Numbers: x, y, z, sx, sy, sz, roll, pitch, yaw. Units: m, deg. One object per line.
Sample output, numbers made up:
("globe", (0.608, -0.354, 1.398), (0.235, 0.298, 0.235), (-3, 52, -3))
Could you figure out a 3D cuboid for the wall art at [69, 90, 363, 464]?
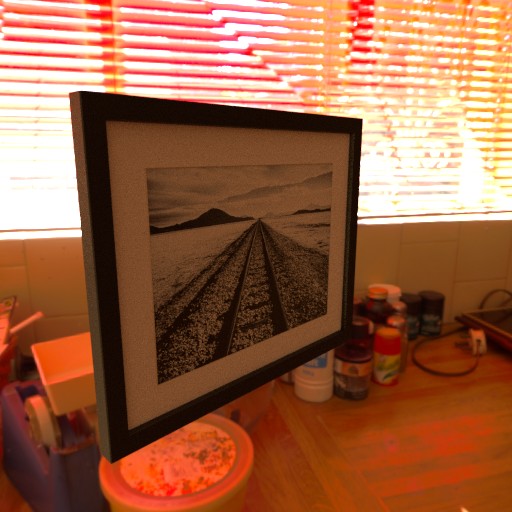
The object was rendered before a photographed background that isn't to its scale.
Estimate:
("wall art", (0.000, 0.000, 0.724), (0.029, 0.458, 0.559), (13, 18, 43))
